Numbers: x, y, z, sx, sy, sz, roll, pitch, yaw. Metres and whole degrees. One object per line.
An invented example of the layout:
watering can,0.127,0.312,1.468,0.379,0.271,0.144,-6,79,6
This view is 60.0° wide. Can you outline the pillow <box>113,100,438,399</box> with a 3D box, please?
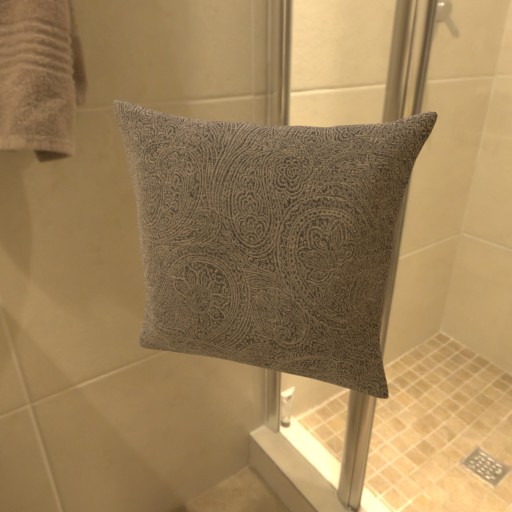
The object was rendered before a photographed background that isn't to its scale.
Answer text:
pillow,0.000,0.000,0.787,0.523,0.510,0.166,8,27,15
